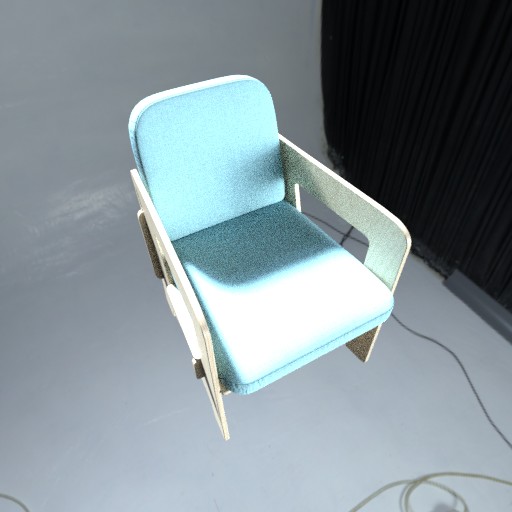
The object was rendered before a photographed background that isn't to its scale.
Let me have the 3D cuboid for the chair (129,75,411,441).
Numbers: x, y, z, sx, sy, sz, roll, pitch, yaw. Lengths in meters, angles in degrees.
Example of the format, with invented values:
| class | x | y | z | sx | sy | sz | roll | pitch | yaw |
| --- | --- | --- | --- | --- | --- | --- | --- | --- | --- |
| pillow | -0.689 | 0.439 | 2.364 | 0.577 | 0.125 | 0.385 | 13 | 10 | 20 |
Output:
| class | x | y | z | sx | sy | sz | roll | pitch | yaw |
| --- | --- | --- | --- | --- | --- | --- | --- | --- | --- |
| chair | 0.000 | 0.000 | 1.318 | 0.590 | 0.800 | 0.710 | -22 | 50 | -20 |
